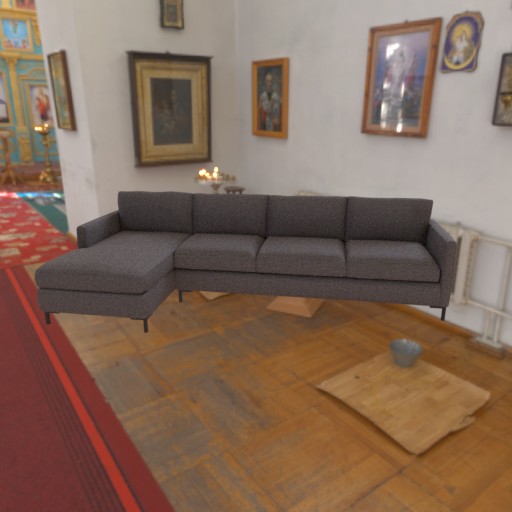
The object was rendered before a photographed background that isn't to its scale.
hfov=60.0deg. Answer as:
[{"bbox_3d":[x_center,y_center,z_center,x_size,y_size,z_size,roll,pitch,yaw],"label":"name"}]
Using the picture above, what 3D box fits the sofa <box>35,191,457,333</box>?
[{"bbox_3d":[0.000,0.000,3.220,2.731,0.754,1.258,3,17,9],"label":"sofa"}]
